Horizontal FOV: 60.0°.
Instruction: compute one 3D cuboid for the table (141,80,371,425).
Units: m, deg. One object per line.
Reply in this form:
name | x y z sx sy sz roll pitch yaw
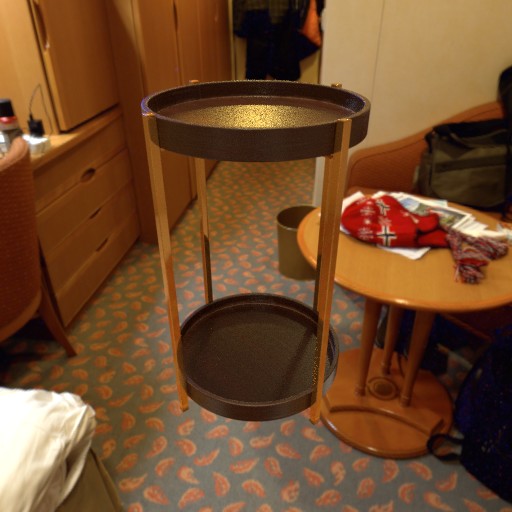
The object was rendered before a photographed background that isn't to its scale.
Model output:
table | 0.000 0.000 0.884 0.400 0.610 0.400 -22 37 -32
